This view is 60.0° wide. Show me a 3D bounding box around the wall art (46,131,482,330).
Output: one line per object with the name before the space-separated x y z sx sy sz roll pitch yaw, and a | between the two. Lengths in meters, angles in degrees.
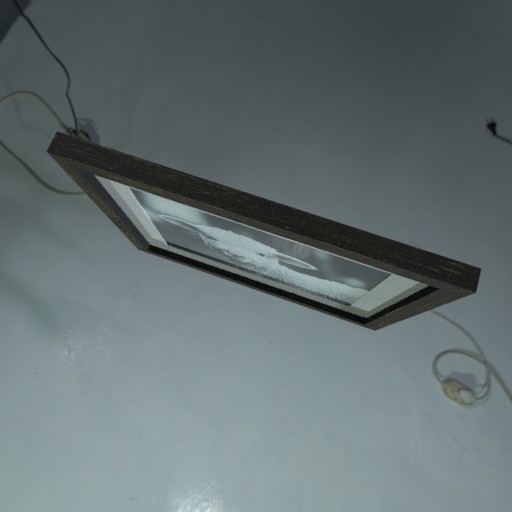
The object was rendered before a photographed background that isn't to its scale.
wall art | 0.000 0.000 0.769 0.558 0.457 0.032 19 76 5
